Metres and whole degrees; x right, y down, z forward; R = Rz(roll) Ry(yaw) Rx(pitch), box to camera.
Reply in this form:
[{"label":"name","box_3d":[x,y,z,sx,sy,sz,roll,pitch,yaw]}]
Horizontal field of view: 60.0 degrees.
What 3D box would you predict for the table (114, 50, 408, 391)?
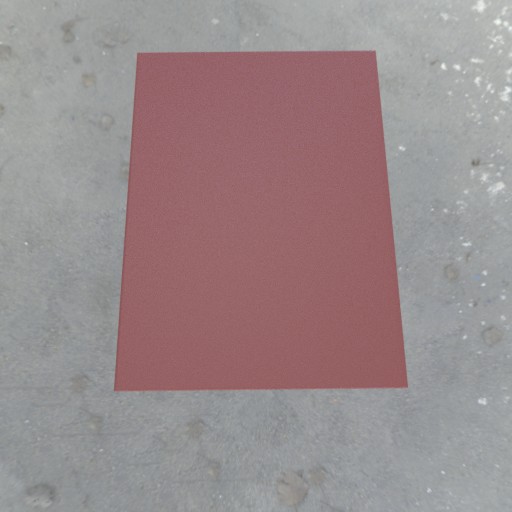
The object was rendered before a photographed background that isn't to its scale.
[{"label":"table","box_3d":[0.000,0.000,1.072,0.451,0.686,0.599,-1,75,0]}]
